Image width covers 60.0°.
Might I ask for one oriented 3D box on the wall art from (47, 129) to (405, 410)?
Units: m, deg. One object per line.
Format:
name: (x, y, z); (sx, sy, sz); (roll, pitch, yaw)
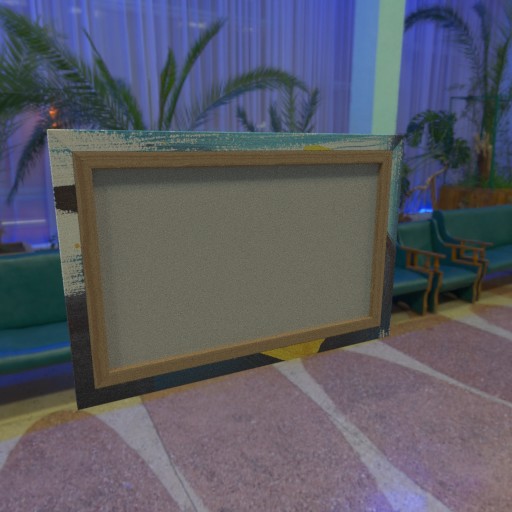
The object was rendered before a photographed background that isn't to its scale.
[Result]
wall art: (0.000, 0.000, 1.139); (0.914, 0.610, 0.039); (-7, 15, -25)
